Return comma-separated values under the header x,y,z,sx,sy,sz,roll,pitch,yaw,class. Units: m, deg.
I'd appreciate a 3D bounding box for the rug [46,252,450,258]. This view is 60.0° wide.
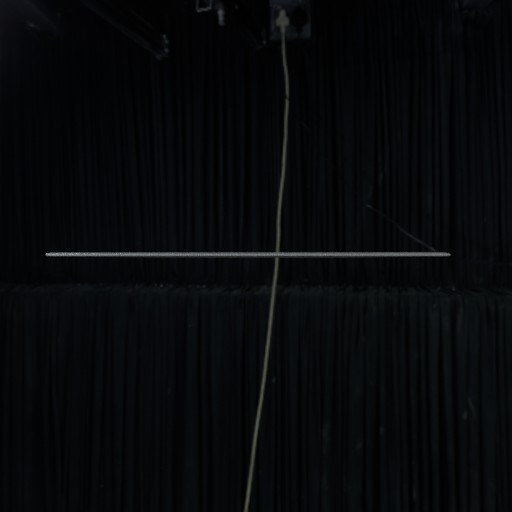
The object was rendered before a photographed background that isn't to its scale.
x,y,z,sx,sy,sz,roll,pitch,yaw,class
0.000,0.000,2.859,1.608,0.014,2.213,0,0,2,rug
